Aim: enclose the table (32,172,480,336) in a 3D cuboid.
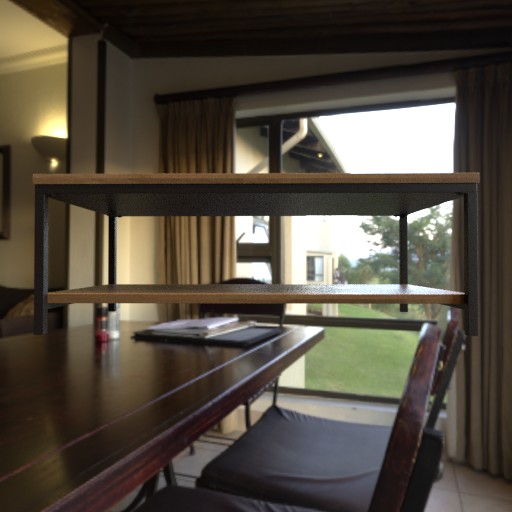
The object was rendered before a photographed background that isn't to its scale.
[{"bbox_3d":[0.000,0.000,1.363,1.100,0.399,0.551,0,-1,1],"label":"table"}]
